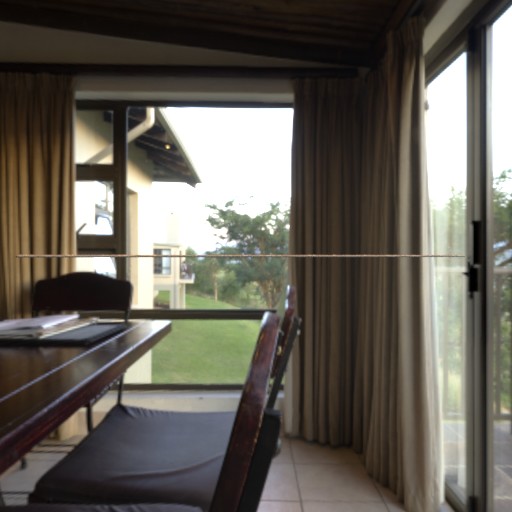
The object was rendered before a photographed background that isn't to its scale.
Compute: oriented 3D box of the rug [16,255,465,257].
[{"bbox_3d":[0.000,0.000,2.386,2.196,0.011,0.662,0,0,-19],"label":"rug"}]
